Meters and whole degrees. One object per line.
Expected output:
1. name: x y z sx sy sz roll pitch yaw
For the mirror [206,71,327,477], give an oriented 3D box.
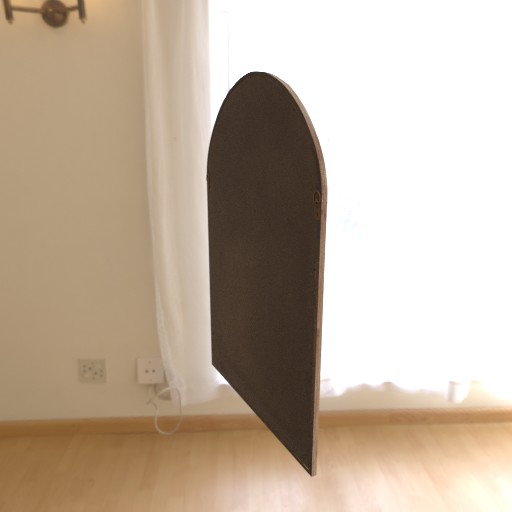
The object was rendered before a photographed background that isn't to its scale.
1. mirror: 0.000 0.000 1.181 0.032 0.915 0.609 -7 16 -27
